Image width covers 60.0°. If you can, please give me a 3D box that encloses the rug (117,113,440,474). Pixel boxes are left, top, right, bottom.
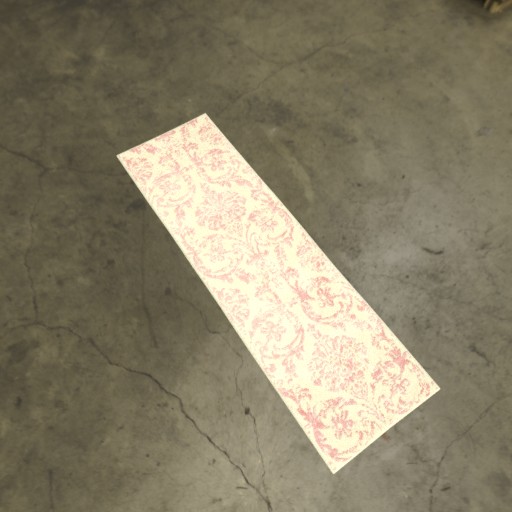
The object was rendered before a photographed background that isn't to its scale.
[{"bbox_3d":[0.000,0.000,2.475,0.662,0.011,2.196,-31,66,-15],"label":"rug"}]
